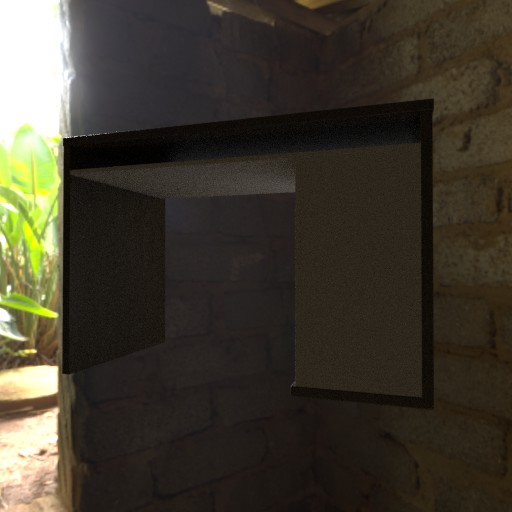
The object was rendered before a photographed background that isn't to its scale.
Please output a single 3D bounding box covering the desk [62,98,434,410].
[{"bbox_3d":[0.000,0.000,1.520,1.100,0.750,0.600,0,-1,18],"label":"desk"}]
